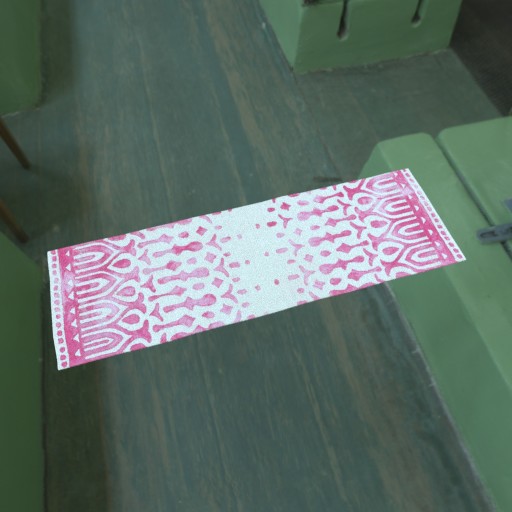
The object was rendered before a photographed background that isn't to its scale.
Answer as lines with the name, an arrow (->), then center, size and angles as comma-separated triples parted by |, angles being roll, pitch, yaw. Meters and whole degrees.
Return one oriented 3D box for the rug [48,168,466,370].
rug -> 0.000, 0.000, 2.724 | 2.458, 0.011, 0.787 | -14, 60, -8
